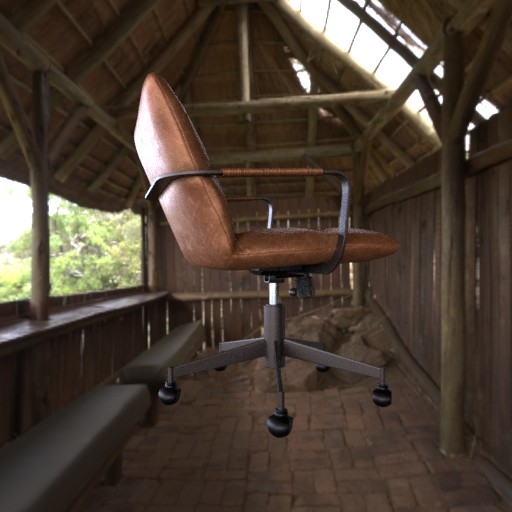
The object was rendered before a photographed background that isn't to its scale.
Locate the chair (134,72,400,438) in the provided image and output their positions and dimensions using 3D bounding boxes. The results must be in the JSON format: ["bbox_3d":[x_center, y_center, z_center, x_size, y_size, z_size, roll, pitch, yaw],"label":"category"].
[{"bbox_3d":[0.000,0.000,1.452,0.754,0.922,0.727,0,0,-18],"label":"chair"}]
